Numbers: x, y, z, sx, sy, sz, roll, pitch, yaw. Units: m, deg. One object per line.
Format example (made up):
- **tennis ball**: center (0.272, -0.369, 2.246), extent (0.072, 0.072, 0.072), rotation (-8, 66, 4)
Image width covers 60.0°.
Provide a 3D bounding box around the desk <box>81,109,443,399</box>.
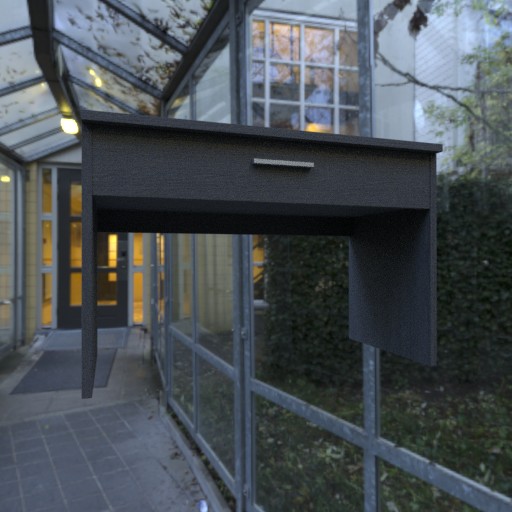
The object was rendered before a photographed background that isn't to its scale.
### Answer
- **desk**: center (0.000, 0.000, 1.538), extent (1.099, 0.729, 0.557), rotation (0, 0, -18)
